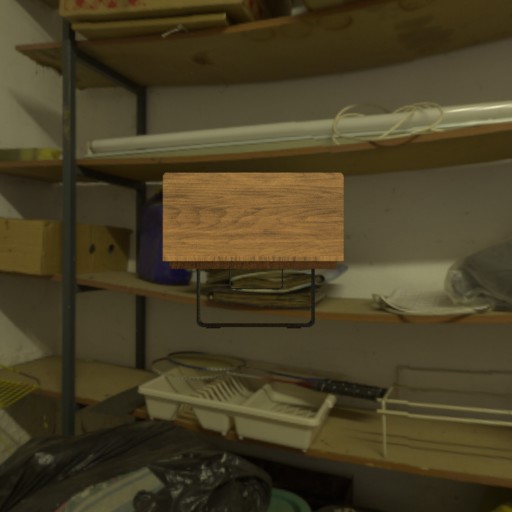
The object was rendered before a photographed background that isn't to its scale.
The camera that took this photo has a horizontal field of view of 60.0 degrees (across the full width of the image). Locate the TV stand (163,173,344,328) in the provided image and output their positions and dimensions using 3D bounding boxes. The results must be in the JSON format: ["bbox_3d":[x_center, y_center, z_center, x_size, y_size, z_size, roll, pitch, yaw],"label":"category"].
[{"bbox_3d":[0.000,0.000,2.017,0.467,0.415,1.796,0,0,0],"label":"TV stand"}]
